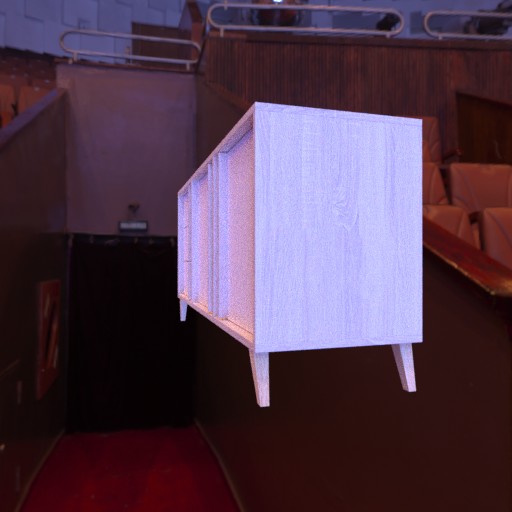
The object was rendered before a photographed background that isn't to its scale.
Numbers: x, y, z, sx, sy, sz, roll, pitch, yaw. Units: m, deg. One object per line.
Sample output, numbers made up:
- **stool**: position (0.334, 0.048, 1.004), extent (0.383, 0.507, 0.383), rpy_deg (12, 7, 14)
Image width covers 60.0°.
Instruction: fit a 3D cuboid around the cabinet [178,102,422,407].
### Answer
- **cabinet**: position (0.000, 0.000, 1.989), extent (0.500, 0.780, 1.649), rpy_deg (0, 0, -17)
